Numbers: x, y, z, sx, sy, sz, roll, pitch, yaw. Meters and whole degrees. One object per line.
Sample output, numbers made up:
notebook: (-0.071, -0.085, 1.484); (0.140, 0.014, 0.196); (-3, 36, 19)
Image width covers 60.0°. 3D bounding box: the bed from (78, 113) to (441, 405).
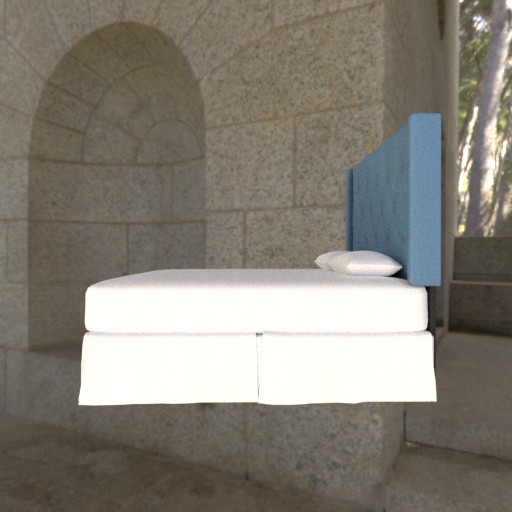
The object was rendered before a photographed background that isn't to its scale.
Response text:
bed: (0.000, 0.000, 3.320); (2.078, 1.665, 1.719); (0, 0, -1)
